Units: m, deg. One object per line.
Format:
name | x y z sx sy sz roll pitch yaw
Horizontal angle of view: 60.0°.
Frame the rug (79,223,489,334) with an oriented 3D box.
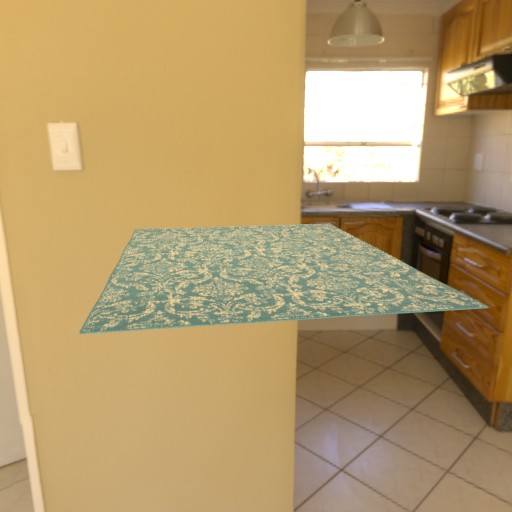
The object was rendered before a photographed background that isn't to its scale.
rug | 0.000 0.000 3.916 2.363 0.012 2.980 -2 14 -9
